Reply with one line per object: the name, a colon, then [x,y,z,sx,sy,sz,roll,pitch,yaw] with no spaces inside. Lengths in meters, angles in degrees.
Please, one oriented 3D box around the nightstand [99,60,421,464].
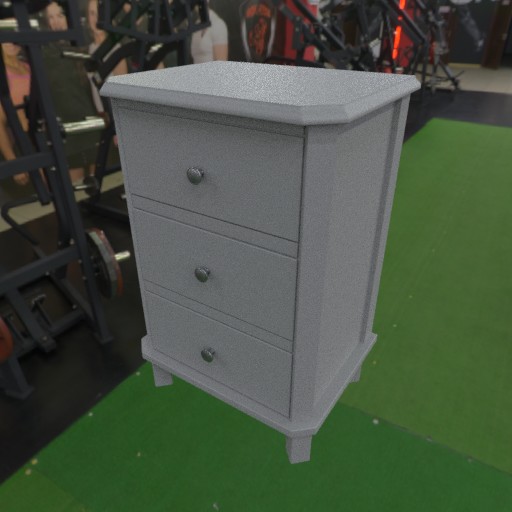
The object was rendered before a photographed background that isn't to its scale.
nightstand: [0.000,0.000,0.904,0.450,0.680,0.350,18,34,29]
